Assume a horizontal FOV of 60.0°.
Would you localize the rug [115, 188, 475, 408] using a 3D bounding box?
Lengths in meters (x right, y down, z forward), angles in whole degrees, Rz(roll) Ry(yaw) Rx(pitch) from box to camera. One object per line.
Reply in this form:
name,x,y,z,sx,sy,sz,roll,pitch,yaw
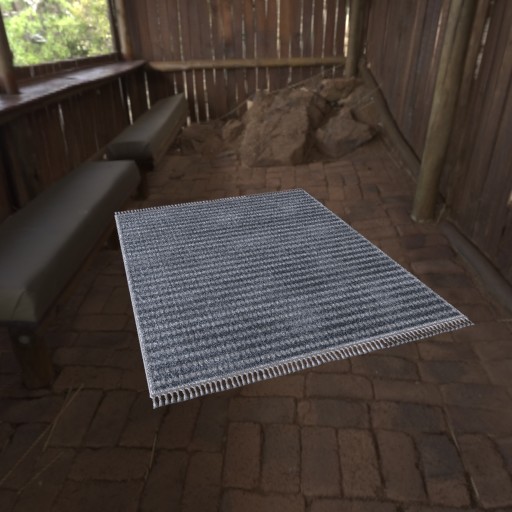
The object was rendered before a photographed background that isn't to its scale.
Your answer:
rug,0.000,0.000,3.988,2.256,0.013,2.910,-10,30,-17
